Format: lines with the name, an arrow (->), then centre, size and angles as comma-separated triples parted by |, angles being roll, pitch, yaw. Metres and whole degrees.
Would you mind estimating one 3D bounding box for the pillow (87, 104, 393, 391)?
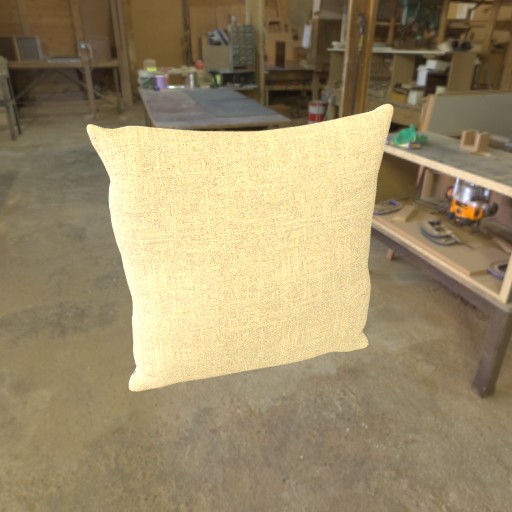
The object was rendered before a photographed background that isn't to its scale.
pillow -> 0.000, 0.000, 0.696 | 0.439, 0.440, 0.182 | -8, 28, -15
